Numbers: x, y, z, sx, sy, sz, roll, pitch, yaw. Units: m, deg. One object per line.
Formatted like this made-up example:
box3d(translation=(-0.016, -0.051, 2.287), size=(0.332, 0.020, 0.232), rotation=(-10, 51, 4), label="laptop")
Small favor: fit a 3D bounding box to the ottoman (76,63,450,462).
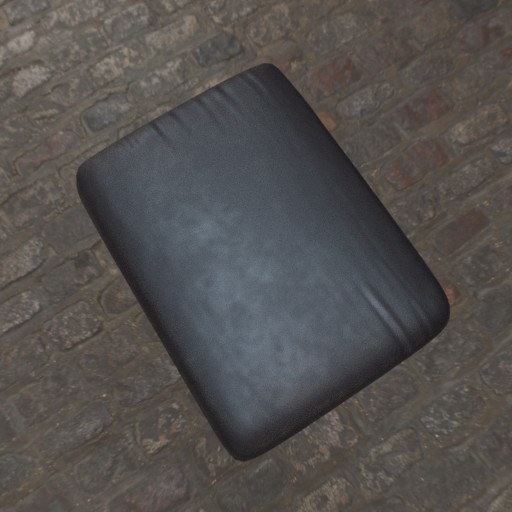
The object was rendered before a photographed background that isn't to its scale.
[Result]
box3d(translation=(0.000, 0.000, 1.103), size=(0.570, 0.402, 0.764), rotation=(-32, 79, -7), label="ottoman")
